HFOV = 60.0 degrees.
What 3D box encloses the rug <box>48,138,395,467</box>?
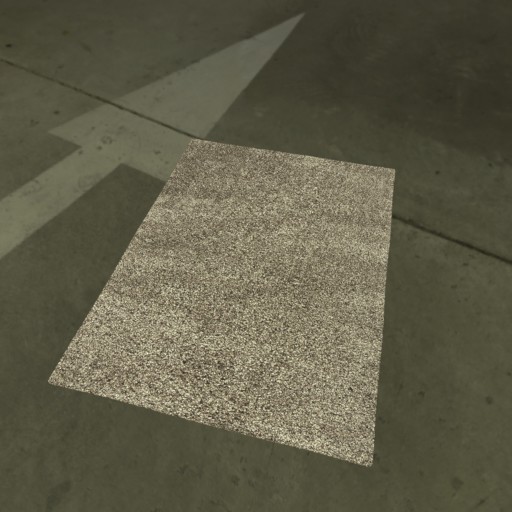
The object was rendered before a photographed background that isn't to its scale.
[{"bbox_3d":[0.000,0.000,2.068,1.198,0.025,1.601,11,50,9],"label":"rug"}]
